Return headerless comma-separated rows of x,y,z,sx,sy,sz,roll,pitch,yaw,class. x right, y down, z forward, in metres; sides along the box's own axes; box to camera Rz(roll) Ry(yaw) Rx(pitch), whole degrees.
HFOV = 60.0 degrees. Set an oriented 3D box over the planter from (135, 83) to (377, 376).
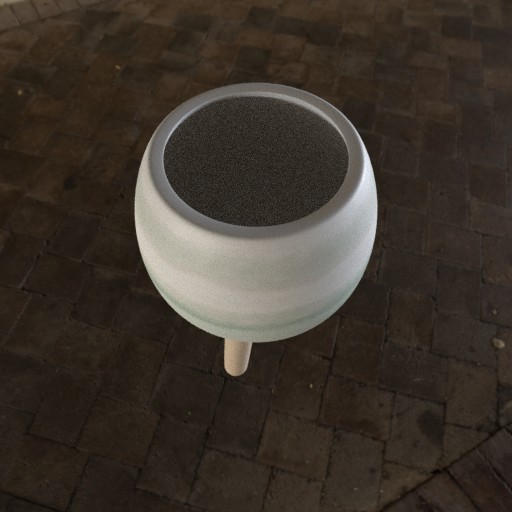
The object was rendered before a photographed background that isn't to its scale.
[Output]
0.000,0.000,0.346,0.161,0.224,0.161,0,58,0,planter
